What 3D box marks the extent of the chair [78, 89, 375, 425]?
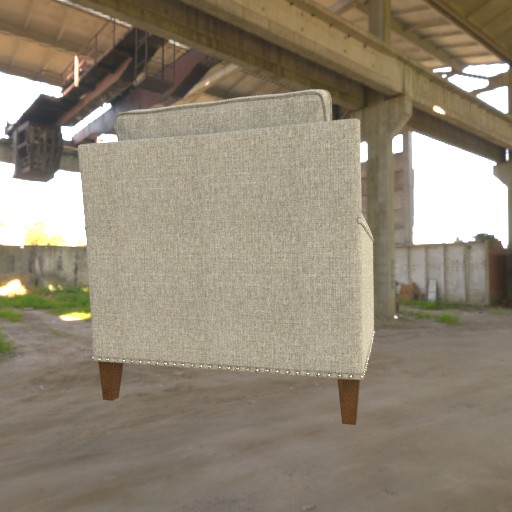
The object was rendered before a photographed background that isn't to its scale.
[{"bbox_3d":[0.000,0.000,1.702,0.853,0.943,1.014,0,-2,17],"label":"chair"}]
